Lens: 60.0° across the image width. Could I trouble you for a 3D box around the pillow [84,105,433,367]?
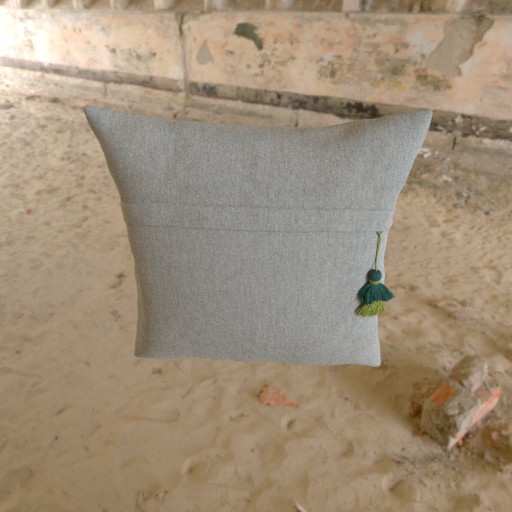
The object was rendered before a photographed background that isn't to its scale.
[{"bbox_3d":[0.000,0.000,0.666,0.433,0.436,0.173,1,30,2],"label":"pillow"}]
